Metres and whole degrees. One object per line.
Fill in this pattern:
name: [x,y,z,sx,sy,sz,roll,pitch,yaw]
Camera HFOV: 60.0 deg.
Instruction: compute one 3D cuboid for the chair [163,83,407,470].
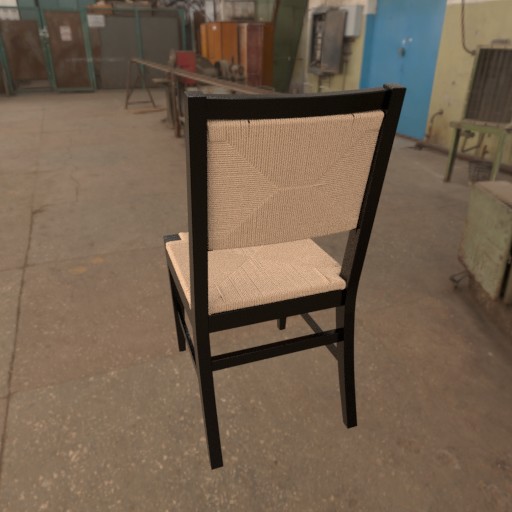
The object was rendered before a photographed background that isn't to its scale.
chair: [0.000,0.000,1.232,0.437,0.927,0.552,-9,28,-17]
